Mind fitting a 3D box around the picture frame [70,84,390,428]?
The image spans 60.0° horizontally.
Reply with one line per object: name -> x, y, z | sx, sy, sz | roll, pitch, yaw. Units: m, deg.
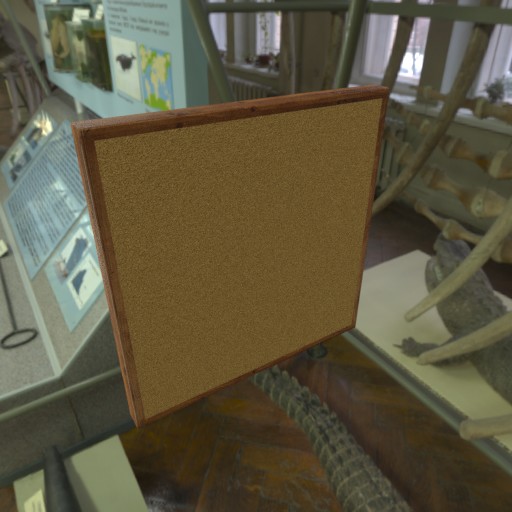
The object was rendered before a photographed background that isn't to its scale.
picture frame -> 0.000, 0.000, 0.532 | 0.352, 0.356, 0.028 | -18, 35, -28
